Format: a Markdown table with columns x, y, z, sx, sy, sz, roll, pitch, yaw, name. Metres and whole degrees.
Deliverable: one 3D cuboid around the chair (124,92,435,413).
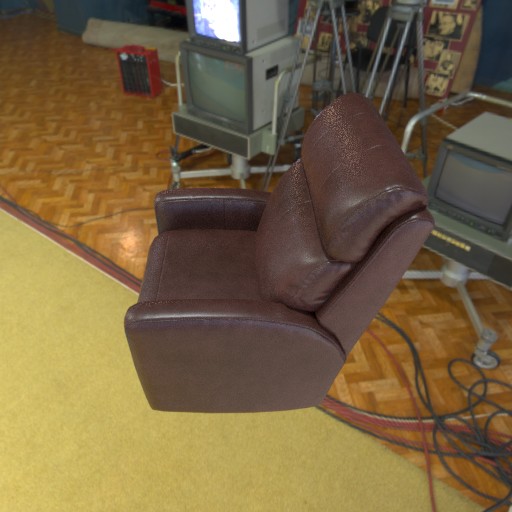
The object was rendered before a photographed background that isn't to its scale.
| x | y | z | sx | sy | sz | roll | pitch | yaw | name |
| --- | --- | --- | --- | --- | --- | --- | --- | --- | --- |
| 0.000 | 0.000 | 1.687 | 0.939 | 1.016 | 0.787 | -1 | 40 | -2 | chair |
